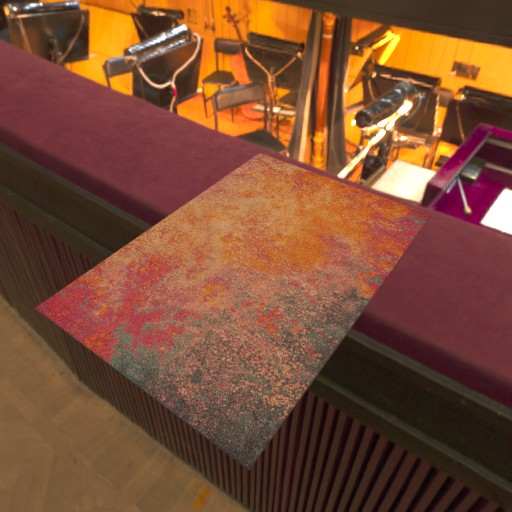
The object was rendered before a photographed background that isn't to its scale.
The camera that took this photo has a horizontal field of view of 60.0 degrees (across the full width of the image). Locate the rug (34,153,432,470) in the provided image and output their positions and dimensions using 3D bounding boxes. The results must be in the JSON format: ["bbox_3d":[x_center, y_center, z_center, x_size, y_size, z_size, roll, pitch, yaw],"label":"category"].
[{"bbox_3d":[0.000,0.000,3.744,2.007,0.013,2.896,26,48,26],"label":"rug"}]
